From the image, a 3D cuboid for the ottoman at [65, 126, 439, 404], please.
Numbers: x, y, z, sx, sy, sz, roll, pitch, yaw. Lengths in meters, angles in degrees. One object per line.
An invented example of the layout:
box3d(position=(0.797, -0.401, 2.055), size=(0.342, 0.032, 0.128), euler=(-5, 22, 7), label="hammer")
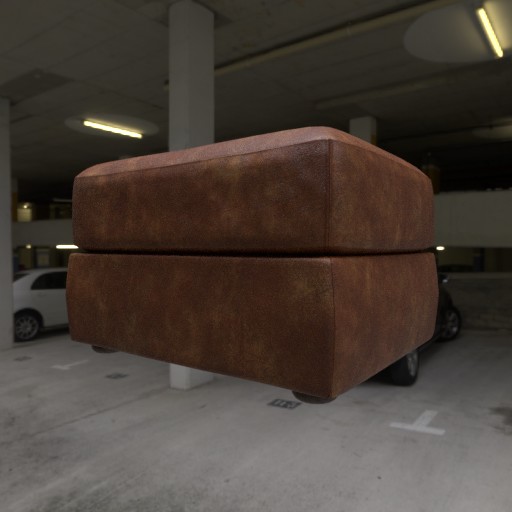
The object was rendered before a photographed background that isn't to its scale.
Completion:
box3d(position=(0.000, 0.000, 1.106), size=(0.751, 0.476, 0.603), euler=(1, 2, 36), label="ottoman")
